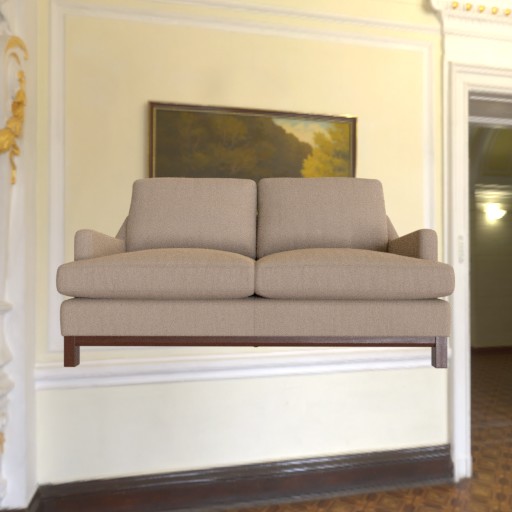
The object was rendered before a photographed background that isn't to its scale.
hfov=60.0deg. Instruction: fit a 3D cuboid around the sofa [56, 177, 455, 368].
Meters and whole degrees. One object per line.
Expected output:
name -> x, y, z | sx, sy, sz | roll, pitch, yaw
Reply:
sofa -> 0.000, 0.000, 2.258 | 1.619, 0.910, 1.004 | 0, 0, 1
